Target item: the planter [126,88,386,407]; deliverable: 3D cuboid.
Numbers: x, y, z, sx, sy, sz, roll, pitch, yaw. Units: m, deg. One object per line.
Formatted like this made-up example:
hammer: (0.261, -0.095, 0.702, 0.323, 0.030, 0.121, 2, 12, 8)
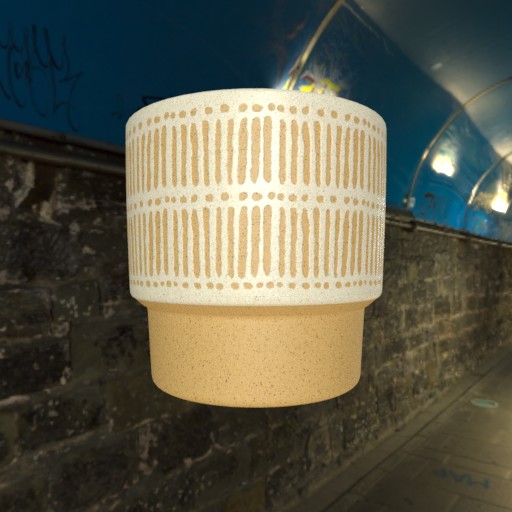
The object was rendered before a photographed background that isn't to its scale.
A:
planter: (0.000, 0.000, 0.559, 0.317, 0.303, 0.317, 0, -1, 0)
